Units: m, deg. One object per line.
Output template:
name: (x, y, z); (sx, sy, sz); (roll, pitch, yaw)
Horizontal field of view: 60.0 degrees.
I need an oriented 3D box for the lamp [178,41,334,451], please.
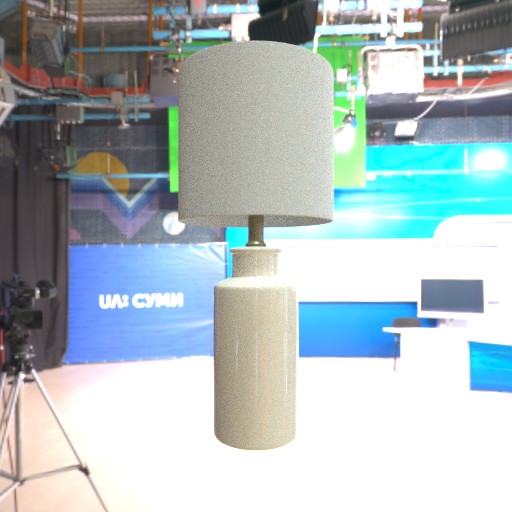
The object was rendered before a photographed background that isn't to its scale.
lamp: (0.000, 0.000, 0.612); (0.212, 0.493, 0.212); (0, 0, -36)
